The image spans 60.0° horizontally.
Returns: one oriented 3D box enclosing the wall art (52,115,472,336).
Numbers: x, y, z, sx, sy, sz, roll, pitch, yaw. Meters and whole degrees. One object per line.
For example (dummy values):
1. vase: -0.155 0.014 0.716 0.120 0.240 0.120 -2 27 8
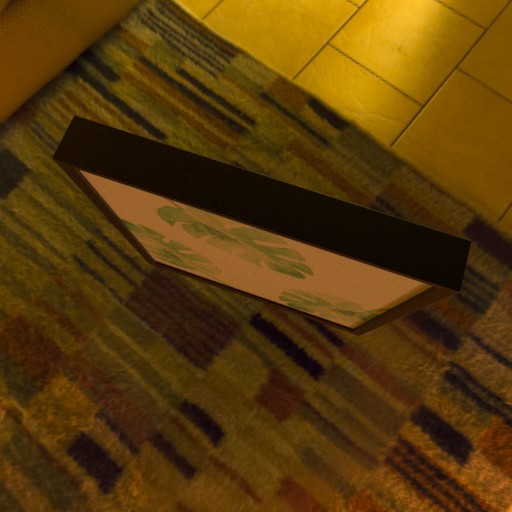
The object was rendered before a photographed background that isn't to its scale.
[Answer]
1. wall art: 0.000 0.000 0.462 0.304 0.304 0.038 19 75 5
